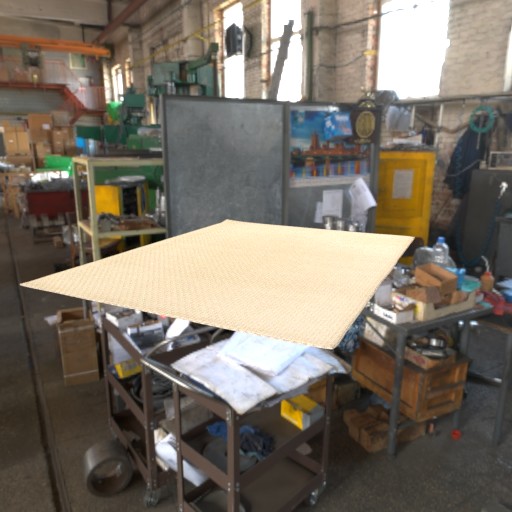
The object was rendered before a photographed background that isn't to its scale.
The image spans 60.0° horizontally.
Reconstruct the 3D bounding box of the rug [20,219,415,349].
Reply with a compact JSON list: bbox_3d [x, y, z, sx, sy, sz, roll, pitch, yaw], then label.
[{"bbox_3d":[0.000,0.000,3.870,2.277,0.035,2.897,7,16,26],"label":"rug"}]
